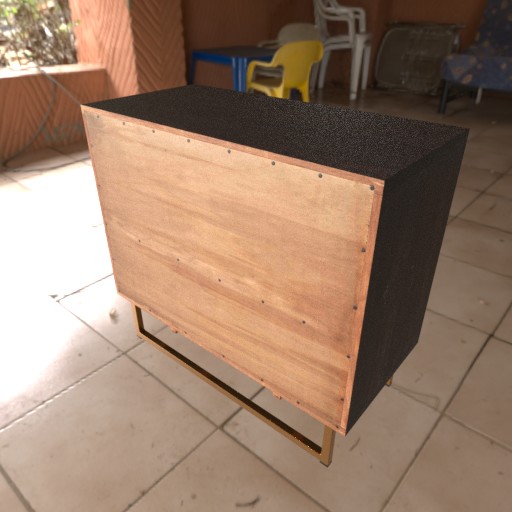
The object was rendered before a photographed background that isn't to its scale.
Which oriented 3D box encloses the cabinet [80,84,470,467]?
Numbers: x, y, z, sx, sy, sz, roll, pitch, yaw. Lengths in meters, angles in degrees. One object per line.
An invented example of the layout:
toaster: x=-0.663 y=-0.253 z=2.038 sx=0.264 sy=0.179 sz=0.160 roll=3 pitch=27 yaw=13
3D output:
cabinet: x=0.000 y=0.000 z=1.386 sx=0.950 sy=0.860 sz=0.451 roll=23 pitch=38 yaw=34
